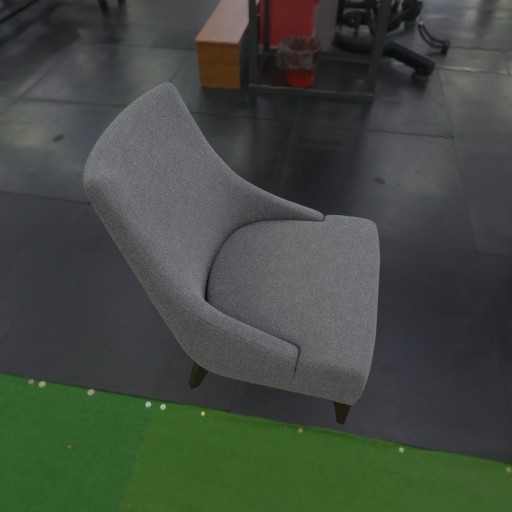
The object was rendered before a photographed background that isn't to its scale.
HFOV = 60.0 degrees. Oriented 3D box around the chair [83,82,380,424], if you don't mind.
[{"bbox_3d":[0.000,0.000,1.509,0.861,0.909,0.701,10,48,9],"label":"chair"}]
